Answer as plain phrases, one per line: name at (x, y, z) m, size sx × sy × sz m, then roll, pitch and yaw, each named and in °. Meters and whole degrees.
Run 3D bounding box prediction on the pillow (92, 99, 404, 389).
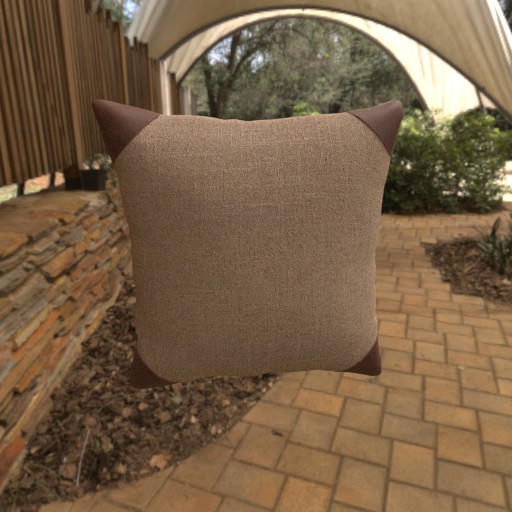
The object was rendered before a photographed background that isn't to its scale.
pillow at (0.000, 0.000, 0.672) m, size 0.437 × 0.448 × 0.147 m, roll -2°, pitch 17°, yaw -8°
